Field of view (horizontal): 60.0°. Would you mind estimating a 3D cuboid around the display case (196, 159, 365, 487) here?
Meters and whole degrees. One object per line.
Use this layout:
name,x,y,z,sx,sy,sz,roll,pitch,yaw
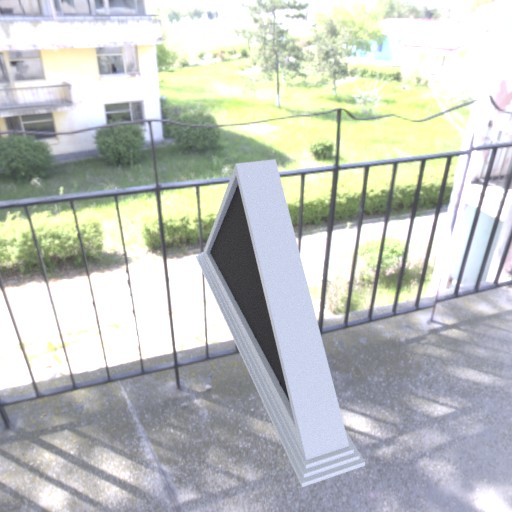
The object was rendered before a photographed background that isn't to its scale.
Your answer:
display case,0.000,0.000,0.776,0.095,0.340,0.640,-10,31,-17
